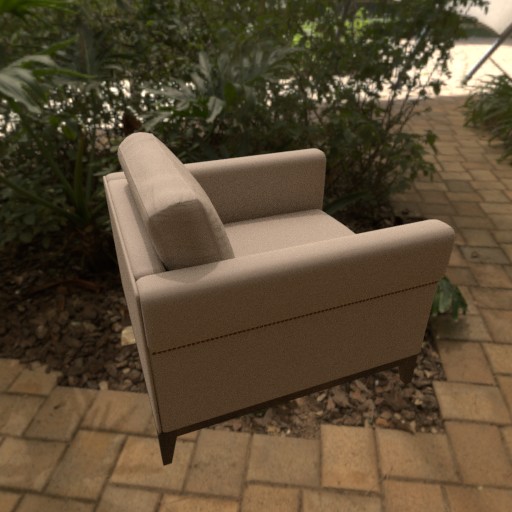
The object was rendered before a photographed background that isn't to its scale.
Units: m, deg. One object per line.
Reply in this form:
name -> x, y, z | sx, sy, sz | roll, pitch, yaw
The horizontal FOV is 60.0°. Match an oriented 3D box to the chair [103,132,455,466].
chair -> 0.000, 0.000, 1.664 | 0.959, 0.838, 0.914 | -11, 32, -18
